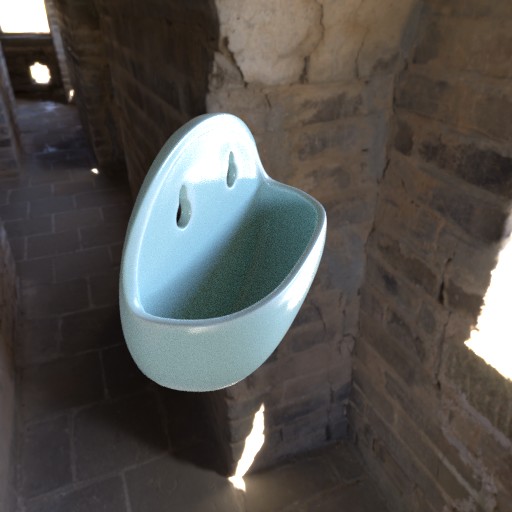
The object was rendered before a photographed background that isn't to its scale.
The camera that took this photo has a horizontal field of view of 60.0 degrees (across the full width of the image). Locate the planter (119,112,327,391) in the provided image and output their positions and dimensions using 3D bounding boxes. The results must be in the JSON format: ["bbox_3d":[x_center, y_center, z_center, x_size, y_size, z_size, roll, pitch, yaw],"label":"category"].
[{"bbox_3d":[0.000,0.000,0.276,0.073,0.164,0.189,11,32,18],"label":"planter"}]
